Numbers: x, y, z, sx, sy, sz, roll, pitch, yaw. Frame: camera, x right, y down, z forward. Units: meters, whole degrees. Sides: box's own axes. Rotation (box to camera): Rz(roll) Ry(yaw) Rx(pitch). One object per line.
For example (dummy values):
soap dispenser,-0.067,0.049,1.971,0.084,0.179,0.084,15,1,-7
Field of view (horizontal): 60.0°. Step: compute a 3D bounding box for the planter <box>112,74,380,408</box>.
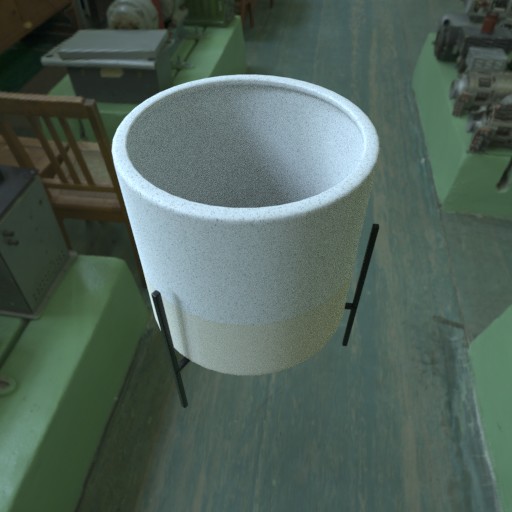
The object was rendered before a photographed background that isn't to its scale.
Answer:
planter,0.000,0.000,0.670,0.335,0.423,0.313,5,47,5
